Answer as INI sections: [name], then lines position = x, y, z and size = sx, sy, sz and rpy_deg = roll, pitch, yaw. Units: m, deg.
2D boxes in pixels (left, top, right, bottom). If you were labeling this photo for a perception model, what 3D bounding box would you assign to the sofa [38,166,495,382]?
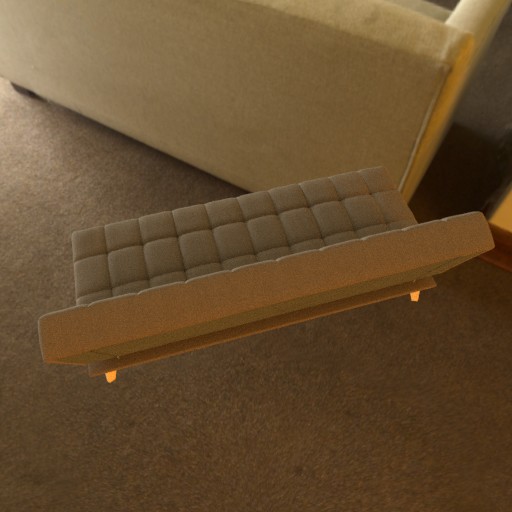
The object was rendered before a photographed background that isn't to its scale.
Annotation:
[sofa]
position = 0.000, 0.000, 2.177
size = 1.800, 0.810, 0.860
rpy_deg = -13, 59, -8
